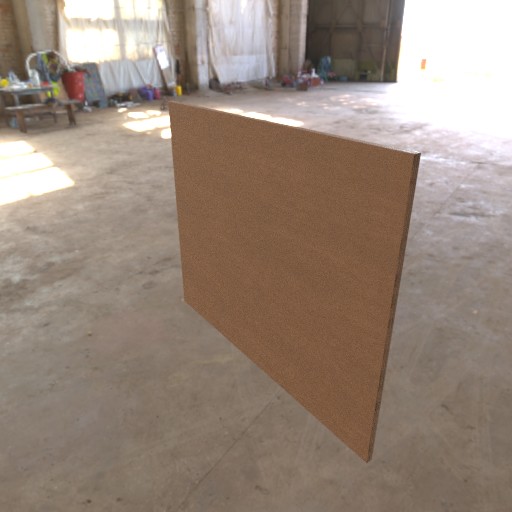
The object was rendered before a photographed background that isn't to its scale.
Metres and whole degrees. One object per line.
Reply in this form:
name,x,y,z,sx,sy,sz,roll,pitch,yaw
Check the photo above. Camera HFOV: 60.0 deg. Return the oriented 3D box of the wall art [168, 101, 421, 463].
wall art,0.000,0.000,0.684,0.010,0.408,0.508,-18,31,-32
